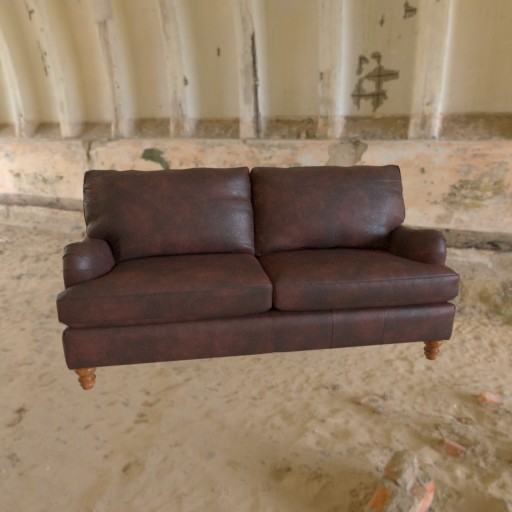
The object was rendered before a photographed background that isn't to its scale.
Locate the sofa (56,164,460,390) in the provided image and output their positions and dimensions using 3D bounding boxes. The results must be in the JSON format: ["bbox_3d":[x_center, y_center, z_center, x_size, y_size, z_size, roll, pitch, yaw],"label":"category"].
[{"bbox_3d":[0.000,0.000,2.778,2.144,1.071,1.147,-3,16,-9],"label":"sofa"}]
